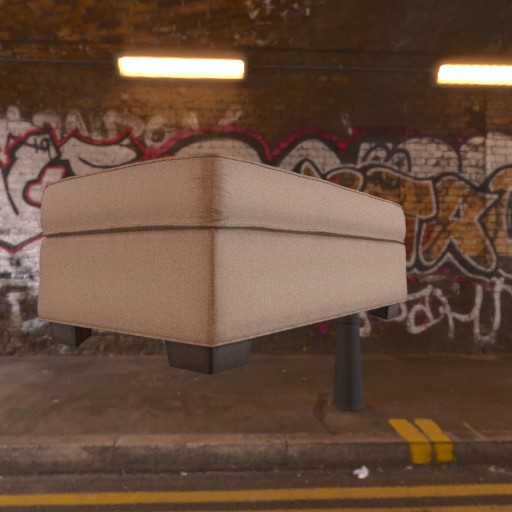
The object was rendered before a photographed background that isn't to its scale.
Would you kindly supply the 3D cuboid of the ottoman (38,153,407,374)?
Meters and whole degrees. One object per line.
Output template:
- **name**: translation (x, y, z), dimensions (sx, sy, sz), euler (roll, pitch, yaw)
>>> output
- **ottoman**: translation (0.000, 0.000, 1.403), dimensions (0.617, 0.448, 1.097), euler (0, 0, 36)
